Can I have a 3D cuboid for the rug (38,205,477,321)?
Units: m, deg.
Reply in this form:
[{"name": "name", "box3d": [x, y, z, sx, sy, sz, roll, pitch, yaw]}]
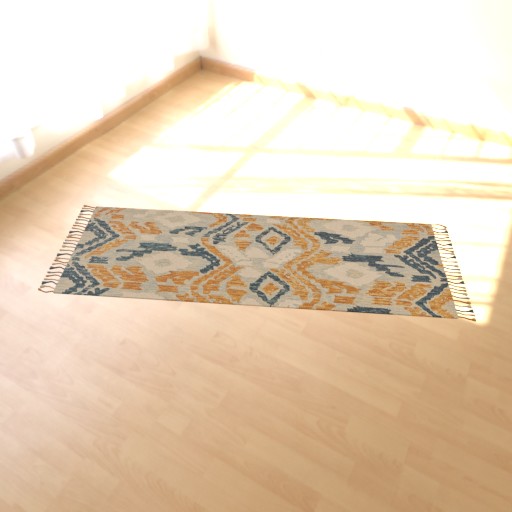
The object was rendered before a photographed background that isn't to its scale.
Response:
[{"name": "rug", "box3d": [0.000, 0.000, 2.705, 2.437, 0.010, 0.783, 3, 46, 3]}]
